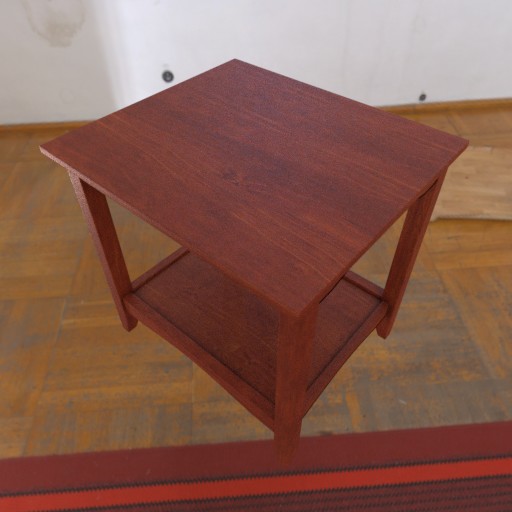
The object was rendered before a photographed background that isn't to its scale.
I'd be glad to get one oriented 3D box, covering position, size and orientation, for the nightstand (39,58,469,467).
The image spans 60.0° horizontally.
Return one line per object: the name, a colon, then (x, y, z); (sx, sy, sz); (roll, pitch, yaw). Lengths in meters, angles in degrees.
nightstand: (0.000, 0.000, 0.967); (0.558, 0.558, 0.501); (31, 53, 27)
